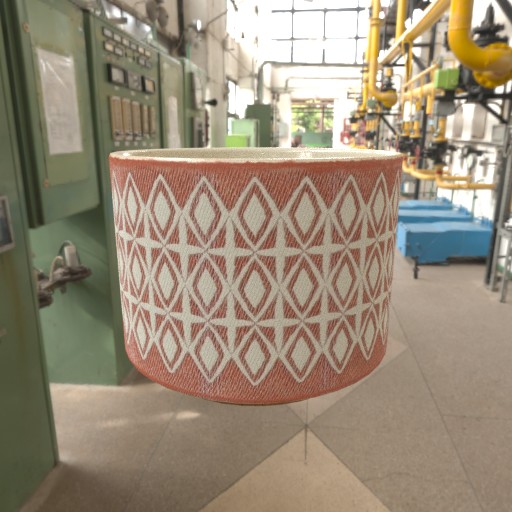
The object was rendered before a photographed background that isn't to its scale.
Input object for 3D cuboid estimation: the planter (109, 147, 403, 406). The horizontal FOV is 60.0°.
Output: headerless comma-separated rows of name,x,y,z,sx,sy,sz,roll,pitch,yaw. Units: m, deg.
planter,0.000,0.000,0.323,0.192,0.148,0.192,0,15,0
